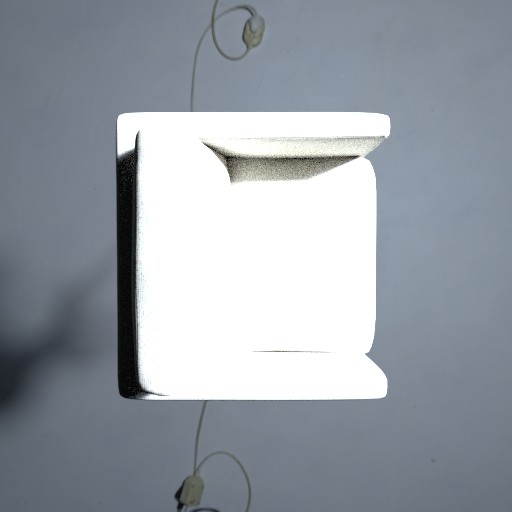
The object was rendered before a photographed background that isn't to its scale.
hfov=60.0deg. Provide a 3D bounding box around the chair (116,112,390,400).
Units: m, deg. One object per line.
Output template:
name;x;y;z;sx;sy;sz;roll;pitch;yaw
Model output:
chair;0.000;0.000;1.753;0.959;0.919;0.996;0;91;0
